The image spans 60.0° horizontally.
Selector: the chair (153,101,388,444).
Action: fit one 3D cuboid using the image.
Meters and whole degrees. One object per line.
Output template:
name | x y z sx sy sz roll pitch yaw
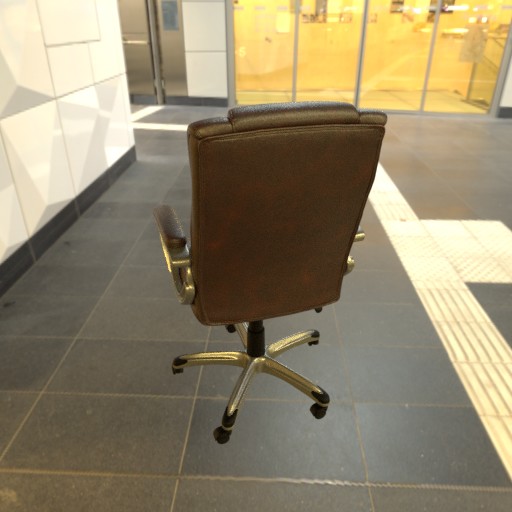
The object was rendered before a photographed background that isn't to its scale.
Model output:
chair | 0.000 0.000 1.568 0.656 1.128 0.692 -8 29 -15
